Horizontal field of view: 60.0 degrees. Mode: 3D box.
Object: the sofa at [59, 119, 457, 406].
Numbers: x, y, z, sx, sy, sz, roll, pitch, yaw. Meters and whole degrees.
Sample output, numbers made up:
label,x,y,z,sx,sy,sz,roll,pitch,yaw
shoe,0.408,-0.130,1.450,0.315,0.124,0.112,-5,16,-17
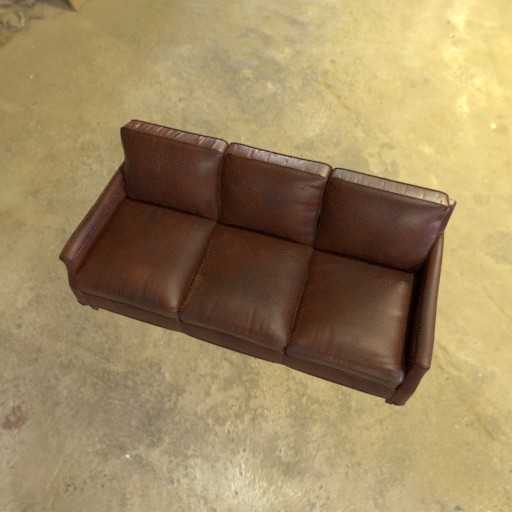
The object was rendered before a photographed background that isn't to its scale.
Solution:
label,x,y,z,sx,sy,sz,roll,pitch,yaw
sofa,0.000,0.000,2.830,2.240,1.003,1.084,16,59,10
